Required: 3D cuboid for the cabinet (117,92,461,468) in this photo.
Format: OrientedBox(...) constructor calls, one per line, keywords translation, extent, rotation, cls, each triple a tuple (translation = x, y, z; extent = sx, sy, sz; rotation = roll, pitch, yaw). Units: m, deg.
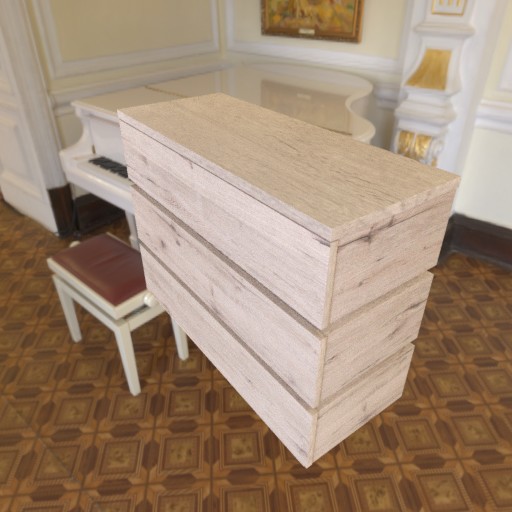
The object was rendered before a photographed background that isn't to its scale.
OrientedBox(translation=(0.000, 0.000, 1.499), extent=(0.420, 0.820, 1.040), rotation=(-22, 39, -30), cls="cabinet")
